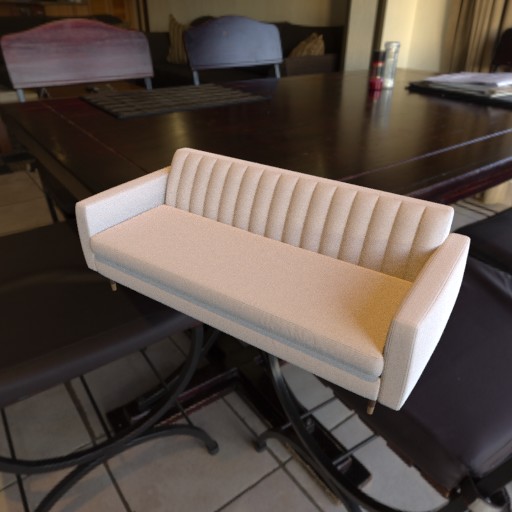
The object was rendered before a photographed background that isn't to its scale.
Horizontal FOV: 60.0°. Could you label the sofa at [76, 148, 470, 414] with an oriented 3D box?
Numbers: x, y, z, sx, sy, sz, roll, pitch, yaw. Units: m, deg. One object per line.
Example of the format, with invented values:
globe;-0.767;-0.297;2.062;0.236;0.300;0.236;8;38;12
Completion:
sofa;0.000;0.000;2.768;2.291;0.821;0.990;19;35;29
